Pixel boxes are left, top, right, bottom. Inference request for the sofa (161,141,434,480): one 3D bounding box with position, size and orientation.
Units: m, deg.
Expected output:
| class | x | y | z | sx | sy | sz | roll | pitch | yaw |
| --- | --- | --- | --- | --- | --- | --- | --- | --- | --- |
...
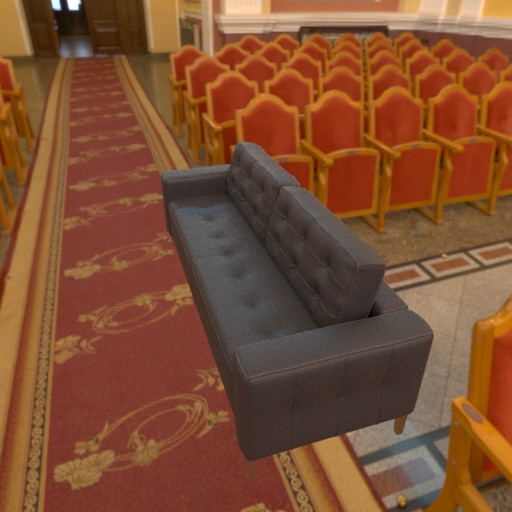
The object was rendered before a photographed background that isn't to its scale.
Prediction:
| class | x | y | z | sx | sy | sz | roll | pitch | yaw |
| --- | --- | --- | --- | --- | --- | --- | --- | --- | --- |
| sofa | 0.000 | 0.000 | 2.700 | 0.833 | 0.893 | 2.275 | -10 | 32 | -15 |
